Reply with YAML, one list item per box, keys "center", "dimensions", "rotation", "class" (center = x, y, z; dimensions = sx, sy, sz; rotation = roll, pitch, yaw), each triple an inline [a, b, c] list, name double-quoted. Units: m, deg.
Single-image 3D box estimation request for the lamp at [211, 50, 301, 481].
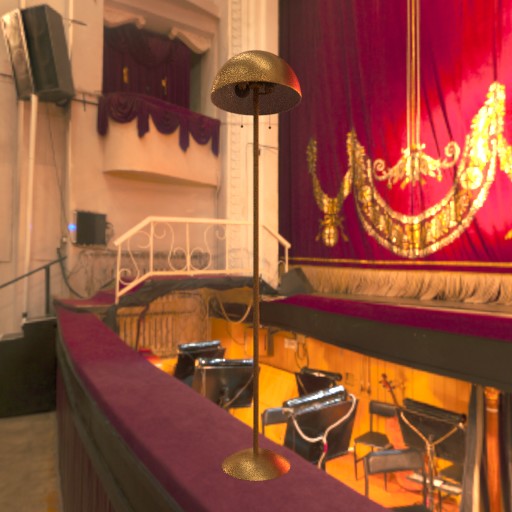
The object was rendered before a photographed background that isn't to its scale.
- center: [0.000, 0.000, 1.592]
  dimensions: [0.328, 1.480, 0.328]
  rotation: [1, -2, -35]
  class: "lamp"
